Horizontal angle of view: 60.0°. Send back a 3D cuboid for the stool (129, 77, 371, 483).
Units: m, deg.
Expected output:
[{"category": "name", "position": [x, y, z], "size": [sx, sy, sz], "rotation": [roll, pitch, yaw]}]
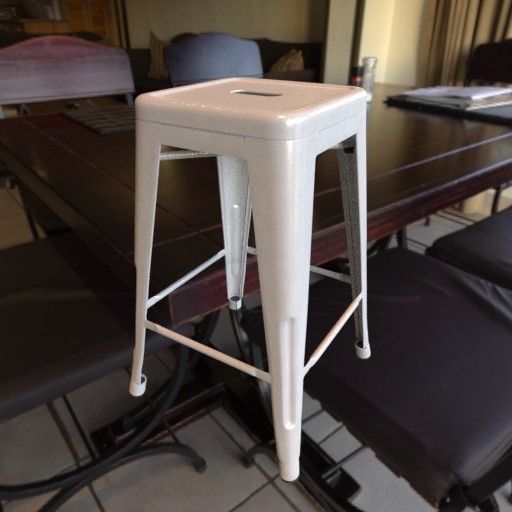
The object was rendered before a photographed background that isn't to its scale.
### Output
[{"category": "stool", "position": [0.000, 0.000, 0.864], "size": [0.406, 0.610, 0.406], "rotation": [17, 33, 28]}]
